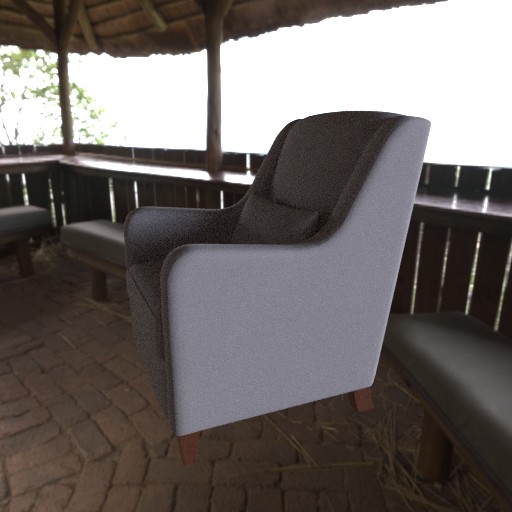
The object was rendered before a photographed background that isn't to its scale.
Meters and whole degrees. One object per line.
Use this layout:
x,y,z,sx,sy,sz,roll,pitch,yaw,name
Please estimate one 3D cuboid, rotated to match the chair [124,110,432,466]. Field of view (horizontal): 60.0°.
0.000,0.000,1.603,0.863,1.010,0.715,-7,18,-23,chair
